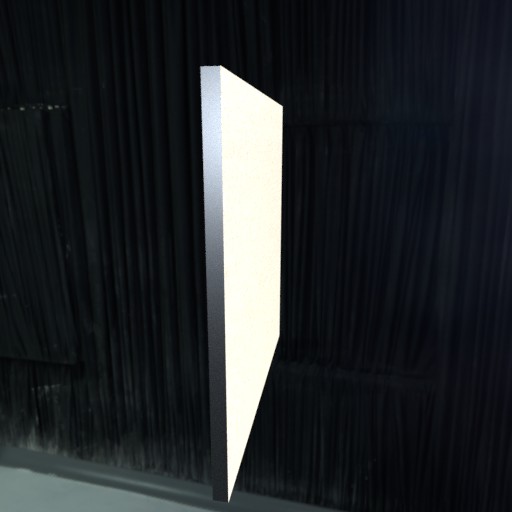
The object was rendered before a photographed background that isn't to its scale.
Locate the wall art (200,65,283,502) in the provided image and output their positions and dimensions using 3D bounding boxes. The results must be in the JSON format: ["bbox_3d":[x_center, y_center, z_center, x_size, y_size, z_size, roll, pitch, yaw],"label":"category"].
[{"bbox_3d":[0.000,0.000,1.120,0.031,0.775,0.773,3,15,10],"label":"wall art"}]
